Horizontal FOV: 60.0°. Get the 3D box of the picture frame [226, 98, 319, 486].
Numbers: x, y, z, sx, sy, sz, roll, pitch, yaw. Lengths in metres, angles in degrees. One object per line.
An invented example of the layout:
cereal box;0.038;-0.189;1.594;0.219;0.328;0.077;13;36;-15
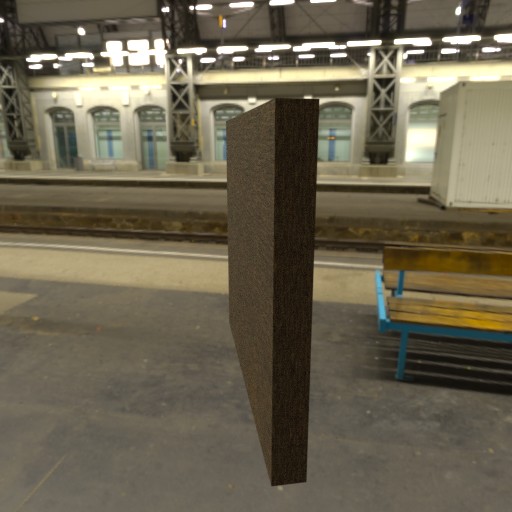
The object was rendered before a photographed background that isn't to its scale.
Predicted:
picture frame;0.000;0.000;0.541;0.033;0.330;0.378;-2;15;-9
